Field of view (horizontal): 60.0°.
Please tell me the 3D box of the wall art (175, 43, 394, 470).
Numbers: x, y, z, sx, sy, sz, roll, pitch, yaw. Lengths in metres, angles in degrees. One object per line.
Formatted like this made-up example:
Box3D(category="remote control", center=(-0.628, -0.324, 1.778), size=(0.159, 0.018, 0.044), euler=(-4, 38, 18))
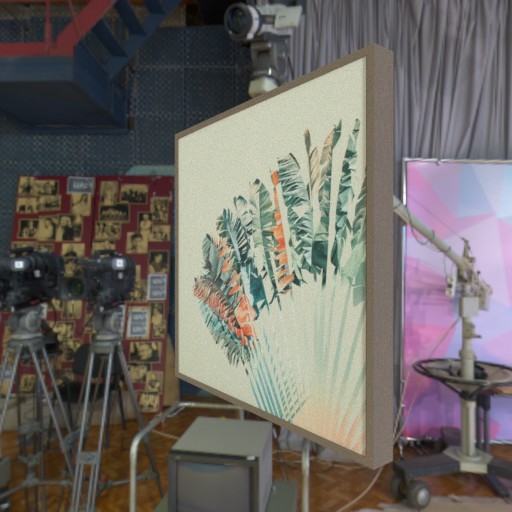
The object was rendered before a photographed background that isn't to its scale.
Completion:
Box3D(category="wall art", center=(0.000, 0.000, 0.739), size=(0.038, 0.506, 0.508), euler=(0, 0, -37))
